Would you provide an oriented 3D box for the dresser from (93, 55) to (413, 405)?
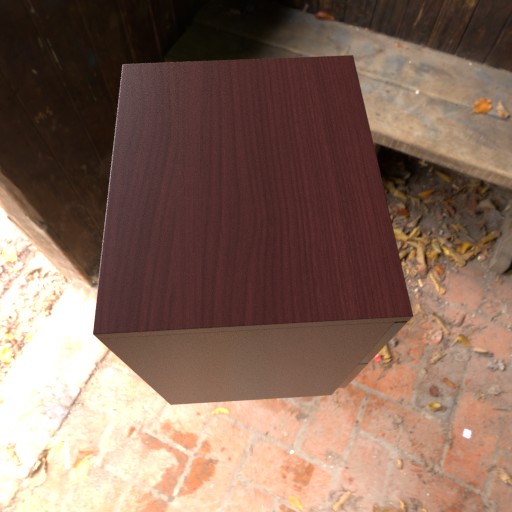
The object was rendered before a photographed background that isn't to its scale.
[{"bbox_3d":[0.000,0.000,0.760,0.360,0.470,0.400,-3,63,-2],"label":"dresser"}]
